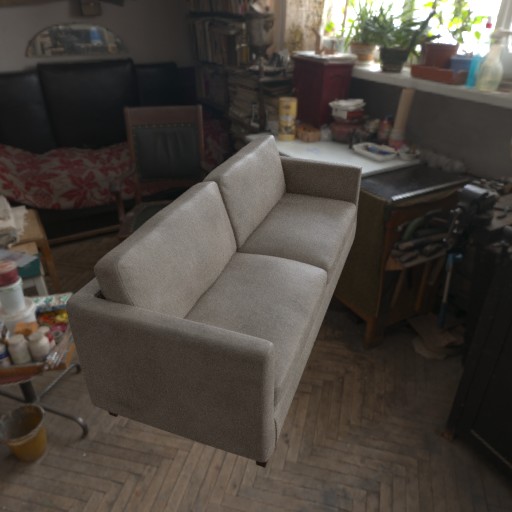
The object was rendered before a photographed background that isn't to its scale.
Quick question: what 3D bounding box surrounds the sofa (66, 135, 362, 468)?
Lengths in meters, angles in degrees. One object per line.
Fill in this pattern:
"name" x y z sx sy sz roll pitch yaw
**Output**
"sofa" 0.000 0.000 2.741 0.951 0.965 2.208 11 32 17
